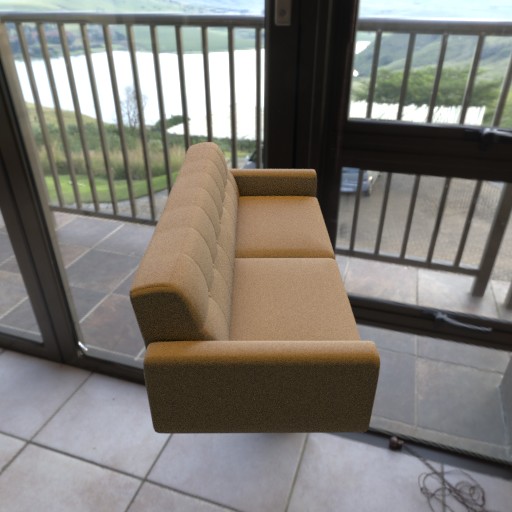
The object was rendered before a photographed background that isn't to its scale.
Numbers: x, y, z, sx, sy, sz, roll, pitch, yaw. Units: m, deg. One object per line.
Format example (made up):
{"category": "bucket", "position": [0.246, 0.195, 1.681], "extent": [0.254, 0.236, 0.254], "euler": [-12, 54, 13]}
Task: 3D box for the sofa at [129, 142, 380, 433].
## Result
{"category": "sofa", "position": [0.000, 0.000, 2.685], "extent": [0.980, 0.892, 2.137], "euler": [0, 31, 0]}
